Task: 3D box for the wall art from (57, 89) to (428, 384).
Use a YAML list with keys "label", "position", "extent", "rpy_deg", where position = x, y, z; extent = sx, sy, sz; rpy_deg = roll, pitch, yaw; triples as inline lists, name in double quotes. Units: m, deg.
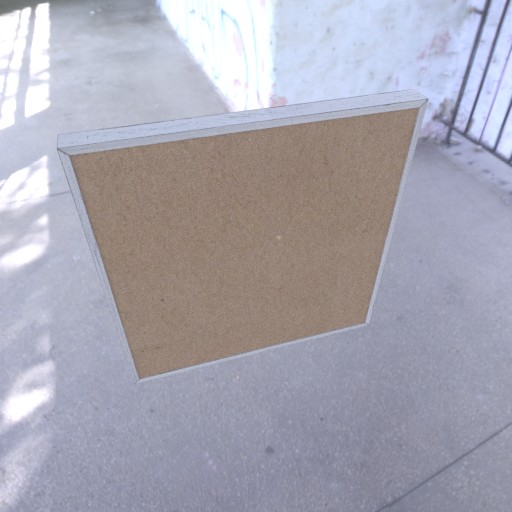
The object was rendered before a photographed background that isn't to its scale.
- label: "wall art"
  position: [0.000, 0.000, 0.766]
  extent: [0.508, 0.508, 0.038]
  rpy_deg: [-11, 43, -12]
